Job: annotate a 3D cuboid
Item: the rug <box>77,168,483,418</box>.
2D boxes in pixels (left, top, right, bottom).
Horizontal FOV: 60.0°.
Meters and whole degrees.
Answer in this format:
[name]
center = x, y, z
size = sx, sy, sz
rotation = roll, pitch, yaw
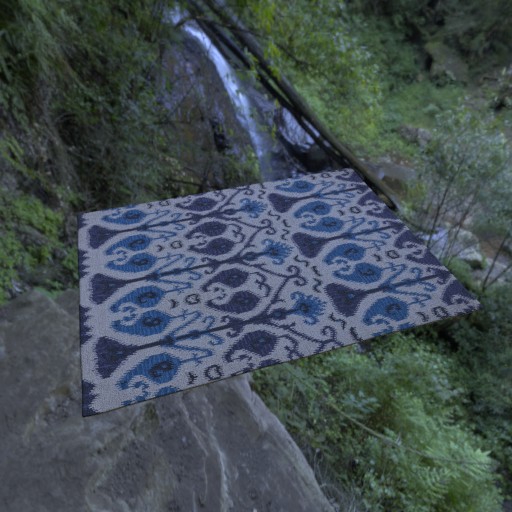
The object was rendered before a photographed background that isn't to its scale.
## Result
[rug]
center = 0.000, 0.000, 4.202
size = 3.228, 0.024, 2.443
rotation = -12, 42, -13
